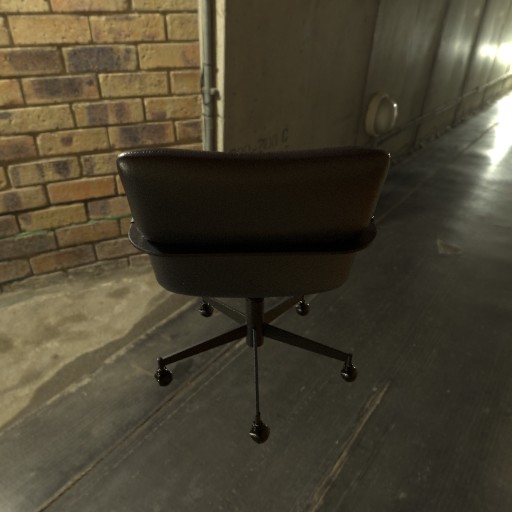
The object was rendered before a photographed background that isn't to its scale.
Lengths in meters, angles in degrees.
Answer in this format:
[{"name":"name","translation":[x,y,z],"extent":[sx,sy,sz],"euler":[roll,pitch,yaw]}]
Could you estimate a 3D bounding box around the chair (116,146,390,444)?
[{"name":"chair","translation":[0.000,0.000,1.438],"extent":[0.719,0.922,0.748],"euler":[-1,31,-1]}]
